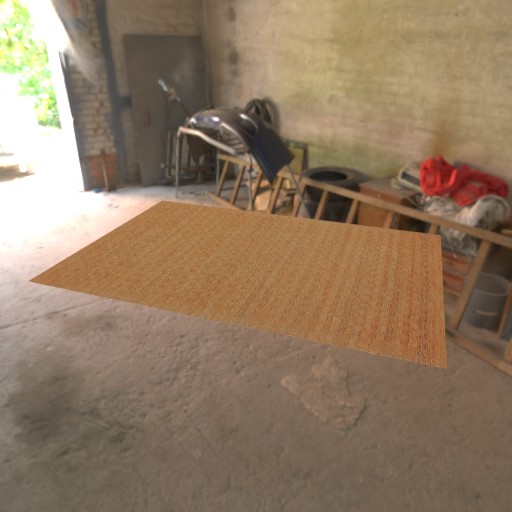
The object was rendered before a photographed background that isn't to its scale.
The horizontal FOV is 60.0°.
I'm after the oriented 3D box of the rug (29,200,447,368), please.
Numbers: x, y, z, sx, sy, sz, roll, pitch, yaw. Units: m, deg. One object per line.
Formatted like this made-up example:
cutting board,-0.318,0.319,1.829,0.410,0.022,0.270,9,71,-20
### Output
rug,0.000,0.000,2.899,2.285,0.006,1.524,9,28,17
